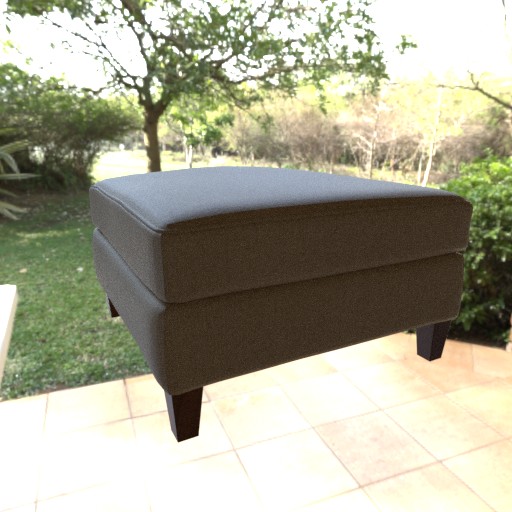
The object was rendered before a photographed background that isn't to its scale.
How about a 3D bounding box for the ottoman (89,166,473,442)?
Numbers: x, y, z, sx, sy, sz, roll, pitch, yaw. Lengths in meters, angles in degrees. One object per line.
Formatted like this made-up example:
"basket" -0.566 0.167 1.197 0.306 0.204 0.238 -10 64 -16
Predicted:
"ottoman" 0.000 0.000 1.329 0.838 0.503 0.838 -8 17 -27
